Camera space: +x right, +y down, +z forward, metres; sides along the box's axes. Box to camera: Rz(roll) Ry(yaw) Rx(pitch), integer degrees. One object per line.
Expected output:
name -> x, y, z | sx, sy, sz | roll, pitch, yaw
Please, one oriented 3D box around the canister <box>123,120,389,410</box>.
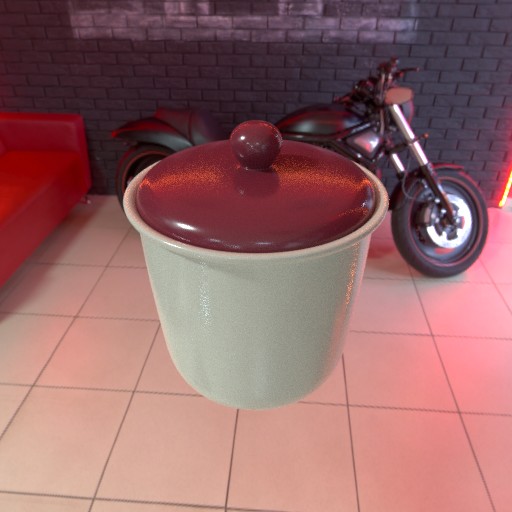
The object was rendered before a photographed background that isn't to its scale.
canister -> 0.000, 0.000, 0.345 | 0.182, 0.208, 0.182 | 0, 34, 0
